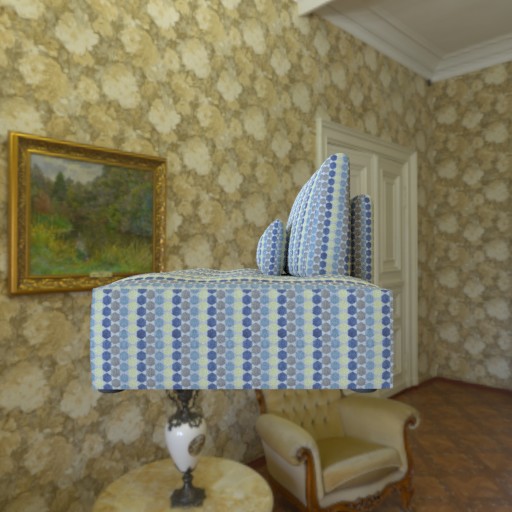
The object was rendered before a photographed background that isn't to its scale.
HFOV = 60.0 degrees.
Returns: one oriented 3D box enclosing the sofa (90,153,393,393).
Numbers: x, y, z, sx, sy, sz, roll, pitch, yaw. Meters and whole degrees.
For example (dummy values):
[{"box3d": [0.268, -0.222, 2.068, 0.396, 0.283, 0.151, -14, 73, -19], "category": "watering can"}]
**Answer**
[{"box3d": [0.000, 0.000, 2.006, 1.000, 0.820, 1.450, 0, -1, 0], "category": "sofa"}]
